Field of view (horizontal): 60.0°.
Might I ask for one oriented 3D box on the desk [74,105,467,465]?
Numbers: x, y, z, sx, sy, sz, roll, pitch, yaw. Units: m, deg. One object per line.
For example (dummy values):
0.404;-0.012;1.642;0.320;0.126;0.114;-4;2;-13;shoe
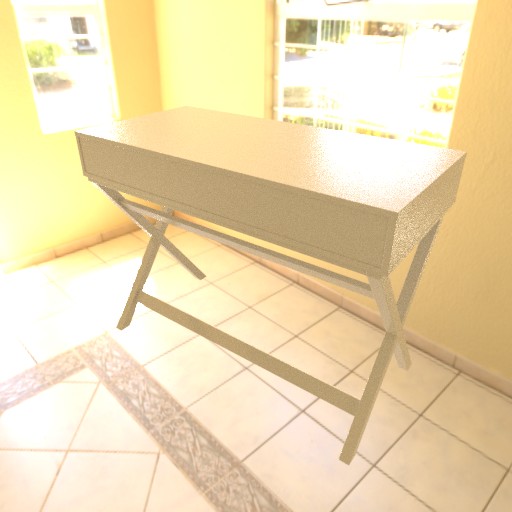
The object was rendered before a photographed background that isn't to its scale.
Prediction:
0.000;0.000;1.496;1.059;0.780;0.509;20;35;31;desk
